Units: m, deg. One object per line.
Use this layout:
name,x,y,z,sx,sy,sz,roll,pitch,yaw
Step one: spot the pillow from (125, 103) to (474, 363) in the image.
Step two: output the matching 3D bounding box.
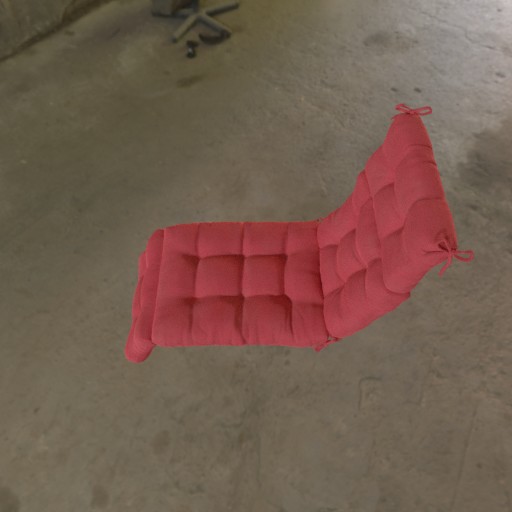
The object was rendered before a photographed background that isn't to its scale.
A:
pillow,0.000,0.000,1.492,1.016,0.863,0.526,0,59,0
